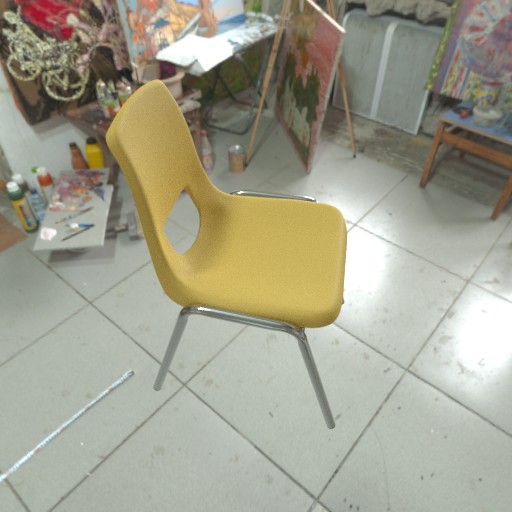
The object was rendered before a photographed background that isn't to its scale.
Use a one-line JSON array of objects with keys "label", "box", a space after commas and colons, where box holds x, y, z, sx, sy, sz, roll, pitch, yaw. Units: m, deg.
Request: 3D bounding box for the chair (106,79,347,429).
[{"label": "chair", "box": [0.000, 0.000, 0.926, 0.436, 0.653, 0.381, 8, 46, 8]}]
